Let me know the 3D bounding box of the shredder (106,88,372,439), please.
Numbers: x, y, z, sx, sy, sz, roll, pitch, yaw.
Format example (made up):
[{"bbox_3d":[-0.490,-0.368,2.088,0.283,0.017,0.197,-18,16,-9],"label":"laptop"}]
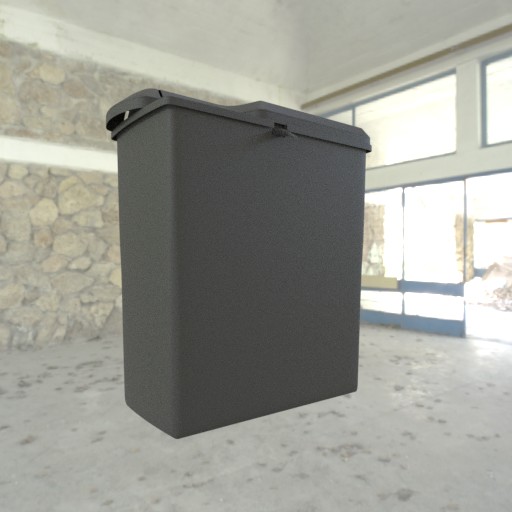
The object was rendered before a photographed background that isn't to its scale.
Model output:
[{"bbox_3d":[0.000,0.000,0.518,0.320,0.335,0.170,1,-1,-37],"label":"shredder"}]
